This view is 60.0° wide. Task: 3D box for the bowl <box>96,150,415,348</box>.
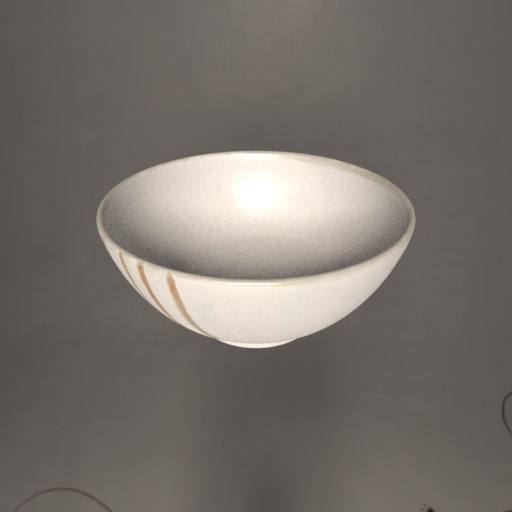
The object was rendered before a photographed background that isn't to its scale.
[{"bbox_3d":[0.000,0.000,0.419,0.268,0.121,0.268,0,31,0],"label":"bowl"}]
